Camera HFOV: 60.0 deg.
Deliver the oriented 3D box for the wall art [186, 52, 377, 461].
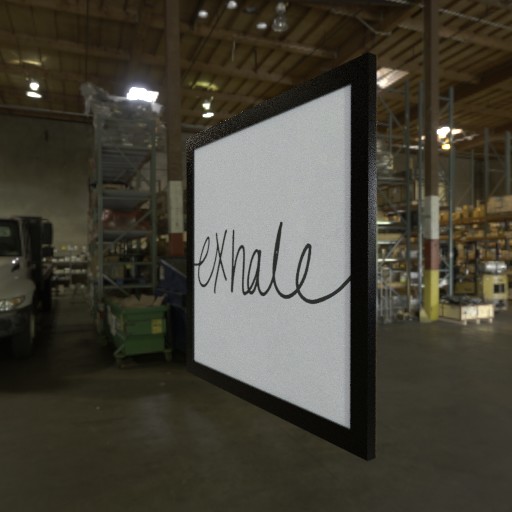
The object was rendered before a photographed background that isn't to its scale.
[{"bbox_3d":[0.000,0.000,0.668,0.014,0.445,0.446,0,0,-35],"label":"wall art"}]
